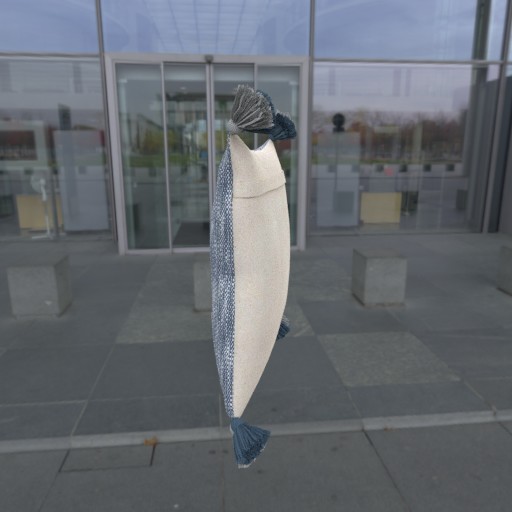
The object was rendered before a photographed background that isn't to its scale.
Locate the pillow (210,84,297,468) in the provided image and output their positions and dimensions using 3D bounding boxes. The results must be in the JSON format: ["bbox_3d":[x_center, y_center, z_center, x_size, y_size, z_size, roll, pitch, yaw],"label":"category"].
[{"bbox_3d":[0.000,0.000,0.938,0.138,0.634,0.614,2,14,9],"label":"pillow"}]
